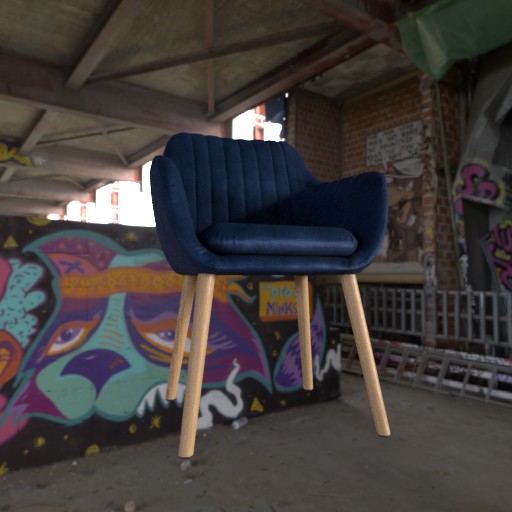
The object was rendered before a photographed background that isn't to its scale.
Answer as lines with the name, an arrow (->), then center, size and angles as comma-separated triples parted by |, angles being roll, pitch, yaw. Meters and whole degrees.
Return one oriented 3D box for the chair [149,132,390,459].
chair -> 0.000, 0.000, 1.216 | 0.578, 0.826, 0.573 | 1, -3, -16
